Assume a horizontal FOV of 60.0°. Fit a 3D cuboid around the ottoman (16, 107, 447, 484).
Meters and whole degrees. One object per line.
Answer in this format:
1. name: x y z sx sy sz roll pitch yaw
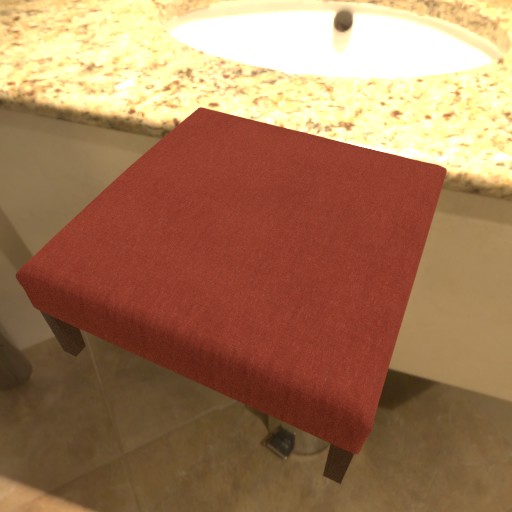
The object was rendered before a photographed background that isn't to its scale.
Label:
1. ottoman: 0.000 0.000 1.333 0.889 0.411 0.890 19 50 17
